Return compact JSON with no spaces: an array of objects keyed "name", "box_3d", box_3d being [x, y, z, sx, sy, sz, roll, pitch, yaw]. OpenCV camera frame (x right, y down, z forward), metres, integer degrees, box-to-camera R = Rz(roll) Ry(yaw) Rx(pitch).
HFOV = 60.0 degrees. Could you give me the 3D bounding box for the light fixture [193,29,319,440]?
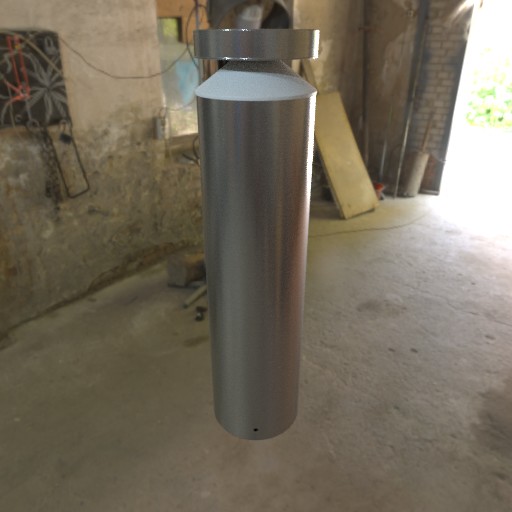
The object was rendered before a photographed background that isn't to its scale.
[{"name":"light fixture","box_3d":[0.000,0.000,0.441,0.102,0.400,0.102,0,26,0]}]
